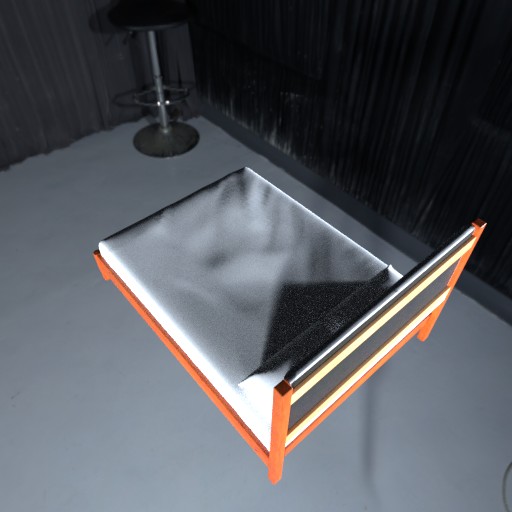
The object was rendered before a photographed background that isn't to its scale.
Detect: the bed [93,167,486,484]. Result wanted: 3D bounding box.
[{"bbox_3d":[0.000,0.000,3.082,1.566,1.165,2.117,-32,55,-26],"label":"bed"}]
